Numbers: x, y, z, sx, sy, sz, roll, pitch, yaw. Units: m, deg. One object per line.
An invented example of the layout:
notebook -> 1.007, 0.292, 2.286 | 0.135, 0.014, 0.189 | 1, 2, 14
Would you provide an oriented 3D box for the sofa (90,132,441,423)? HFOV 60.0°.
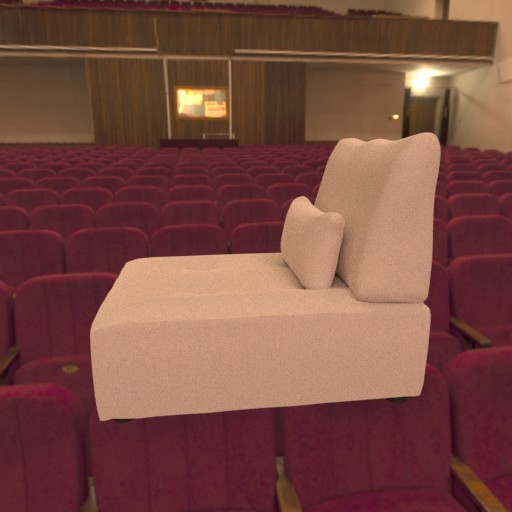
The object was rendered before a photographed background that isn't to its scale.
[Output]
sofa -> 0.000, 0.000, 1.559 | 1.000, 0.820, 0.700 | -2, 14, -8
